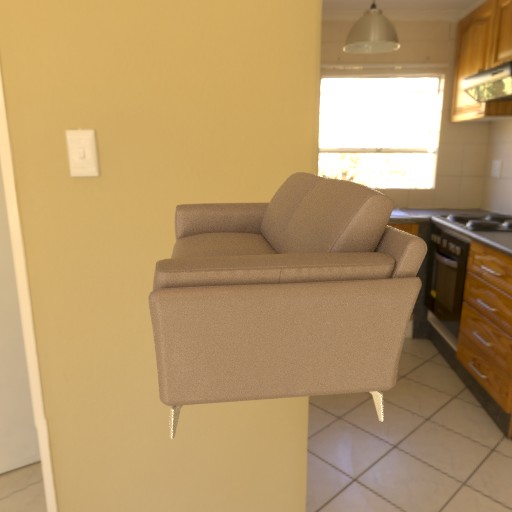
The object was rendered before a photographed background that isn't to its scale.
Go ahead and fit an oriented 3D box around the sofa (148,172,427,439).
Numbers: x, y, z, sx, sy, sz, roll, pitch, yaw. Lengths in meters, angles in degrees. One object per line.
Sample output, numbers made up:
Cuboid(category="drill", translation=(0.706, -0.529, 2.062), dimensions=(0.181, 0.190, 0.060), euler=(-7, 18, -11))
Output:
Cuboid(category="sofa", translation=(0.000, 0.000, 2.625), dimensions=(1.049, 0.930, 2.101), euler=(-2, 13, -7))
